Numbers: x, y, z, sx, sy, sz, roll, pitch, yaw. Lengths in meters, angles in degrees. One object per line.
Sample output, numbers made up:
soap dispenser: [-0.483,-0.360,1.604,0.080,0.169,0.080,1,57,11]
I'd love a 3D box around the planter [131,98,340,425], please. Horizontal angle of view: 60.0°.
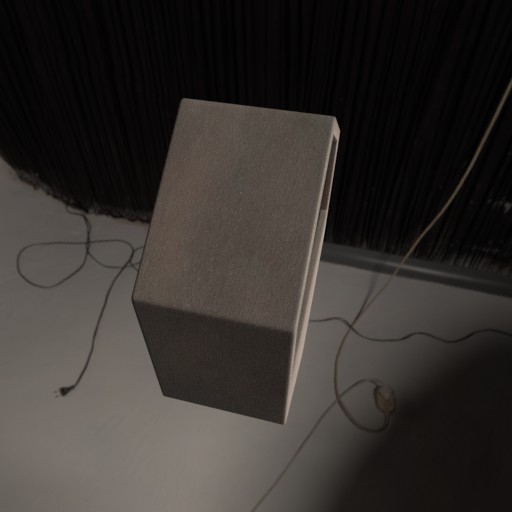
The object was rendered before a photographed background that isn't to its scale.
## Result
planter: [0.000,0.000,0.287,0.077,0.206,0.169,10,47,9]
